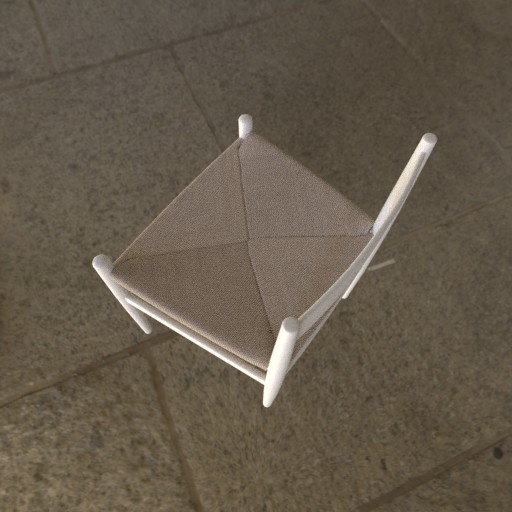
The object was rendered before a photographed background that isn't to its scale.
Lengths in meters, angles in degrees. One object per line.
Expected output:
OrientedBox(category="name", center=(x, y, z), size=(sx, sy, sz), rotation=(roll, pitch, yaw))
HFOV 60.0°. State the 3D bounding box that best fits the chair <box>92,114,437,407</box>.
OrientedBox(category="chair", center=(0.000, 0.000, 1.093), size=(0.495, 0.762, 0.556), rotation=(34, 68, 16))
